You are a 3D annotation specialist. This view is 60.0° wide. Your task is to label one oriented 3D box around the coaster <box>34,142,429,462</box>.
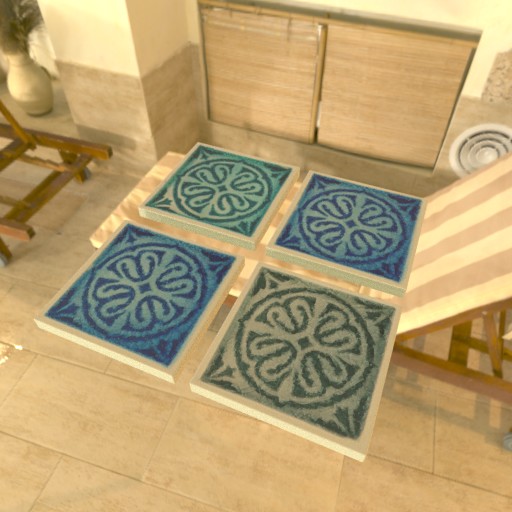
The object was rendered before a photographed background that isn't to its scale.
[{"bbox_3d":[0.000,0.000,0.325,0.214,0.010,0.219,17,50,15],"label":"coaster"}]
